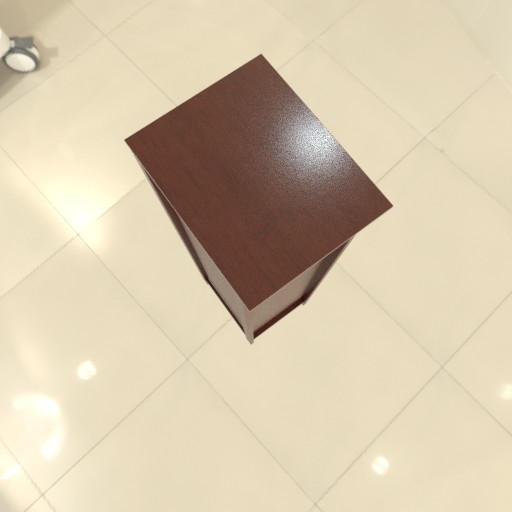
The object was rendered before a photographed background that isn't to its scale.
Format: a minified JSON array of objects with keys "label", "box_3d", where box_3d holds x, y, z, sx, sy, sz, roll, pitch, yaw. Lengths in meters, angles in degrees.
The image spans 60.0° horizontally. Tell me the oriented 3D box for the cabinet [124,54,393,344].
[{"label":"cabinet","box_3d":[0.000,0.000,1.751,0.401,1.518,0.500,-35,78,-9]}]
